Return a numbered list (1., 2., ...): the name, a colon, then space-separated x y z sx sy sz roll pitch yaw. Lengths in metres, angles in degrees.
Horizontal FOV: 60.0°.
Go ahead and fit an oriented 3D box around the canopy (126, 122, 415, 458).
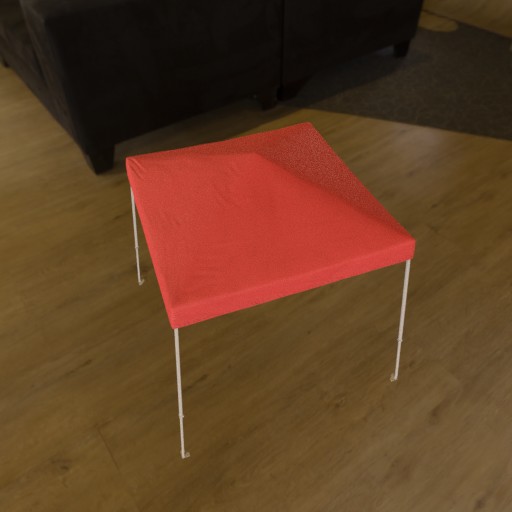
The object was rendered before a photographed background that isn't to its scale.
1. canopy: 0.000 0.000 6.694 3.599 3.600 3.600 -15 48 -14
